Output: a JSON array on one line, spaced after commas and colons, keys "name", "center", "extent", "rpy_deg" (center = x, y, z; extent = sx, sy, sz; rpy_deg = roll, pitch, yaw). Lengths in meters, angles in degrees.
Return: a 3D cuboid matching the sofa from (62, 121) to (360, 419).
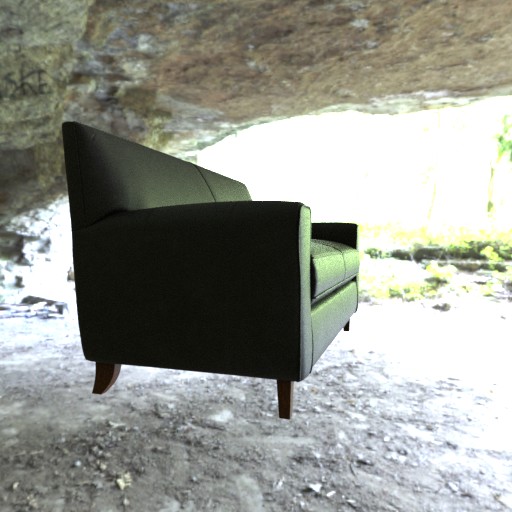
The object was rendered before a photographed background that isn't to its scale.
[{"name": "sofa", "center": [0.000, 0.000, 1.956], "extent": [0.787, 0.871, 1.473], "rpy_deg": [1, 2, 19]}]
